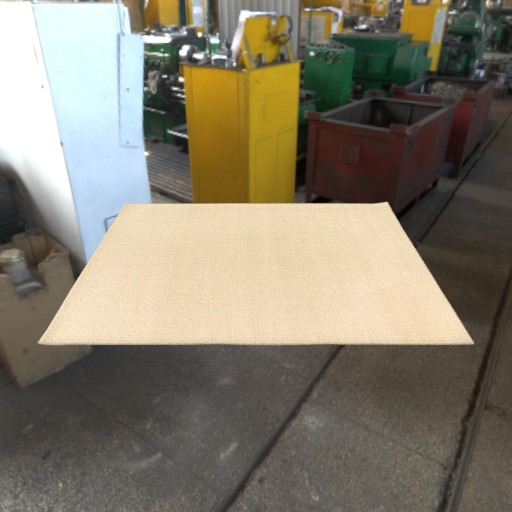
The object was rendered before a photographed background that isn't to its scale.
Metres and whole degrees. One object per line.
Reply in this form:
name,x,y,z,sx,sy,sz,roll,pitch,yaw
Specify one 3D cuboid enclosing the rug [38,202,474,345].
rug,0.000,0.000,3.902,2.897,0.035,2.277,0,31,0
